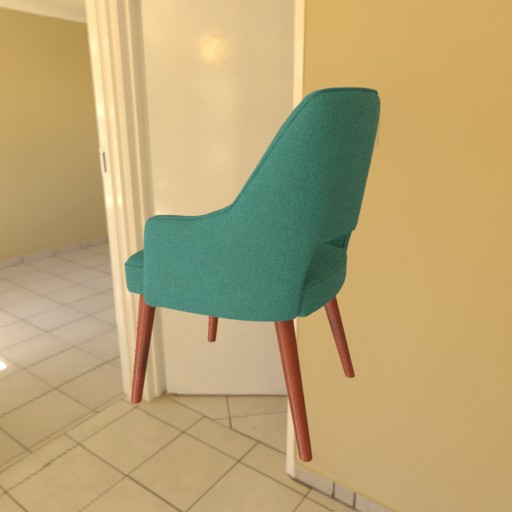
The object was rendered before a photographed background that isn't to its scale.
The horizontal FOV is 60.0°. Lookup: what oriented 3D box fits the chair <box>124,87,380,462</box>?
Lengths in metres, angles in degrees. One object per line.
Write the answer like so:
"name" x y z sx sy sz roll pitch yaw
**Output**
"chair" 0.000 0.000 1.227 0.605 0.849 0.548 8 19 25
